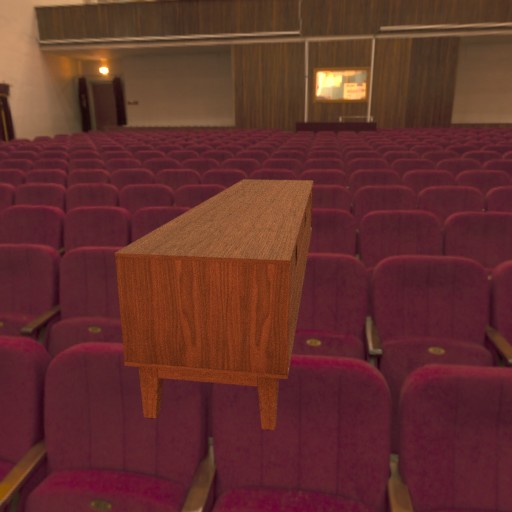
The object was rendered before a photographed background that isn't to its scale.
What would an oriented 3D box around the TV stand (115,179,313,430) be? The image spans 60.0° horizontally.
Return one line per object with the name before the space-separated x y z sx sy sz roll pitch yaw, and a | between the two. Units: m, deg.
TV stand | 0.000 0.000 1.655 0.366 0.409 1.482 2 16 8
